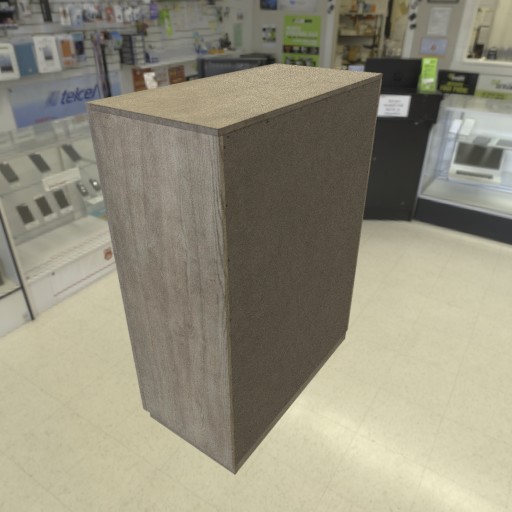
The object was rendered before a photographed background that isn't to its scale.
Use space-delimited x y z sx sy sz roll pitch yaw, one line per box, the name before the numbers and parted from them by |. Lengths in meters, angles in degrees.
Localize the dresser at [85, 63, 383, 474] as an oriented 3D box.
dresser | 0.000 0.000 1.780 0.483 1.295 0.967 20 36 30
